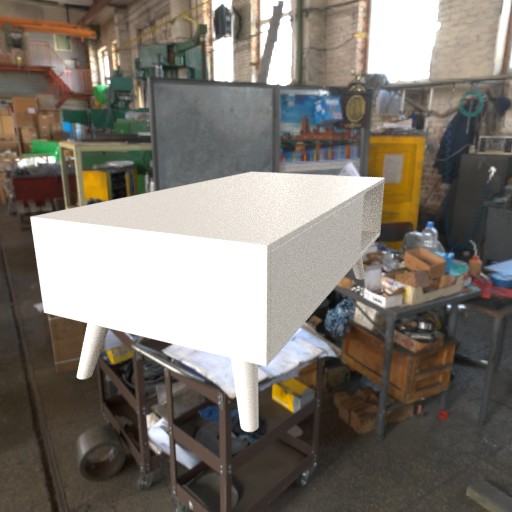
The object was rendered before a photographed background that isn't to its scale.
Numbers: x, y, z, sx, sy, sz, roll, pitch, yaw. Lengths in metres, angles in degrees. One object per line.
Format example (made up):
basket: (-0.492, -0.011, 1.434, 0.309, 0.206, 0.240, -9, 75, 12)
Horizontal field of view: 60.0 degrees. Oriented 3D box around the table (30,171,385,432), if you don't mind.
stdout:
table: (0.000, 0.000, 1.494, 0.609, 0.432, 1.194, 8, 18, 24)
